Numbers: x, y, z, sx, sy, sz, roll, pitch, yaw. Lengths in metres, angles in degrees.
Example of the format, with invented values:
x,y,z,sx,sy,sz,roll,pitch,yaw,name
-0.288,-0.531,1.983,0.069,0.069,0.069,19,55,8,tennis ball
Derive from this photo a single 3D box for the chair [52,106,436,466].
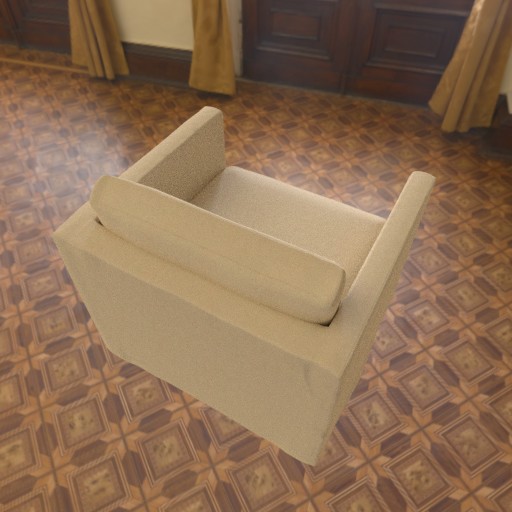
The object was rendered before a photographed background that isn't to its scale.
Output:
x,y,z,sx,sy,sz,roll,pitch,yaw,name
0.000,0.000,1.737,1.057,0.851,0.947,23,52,19,chair
